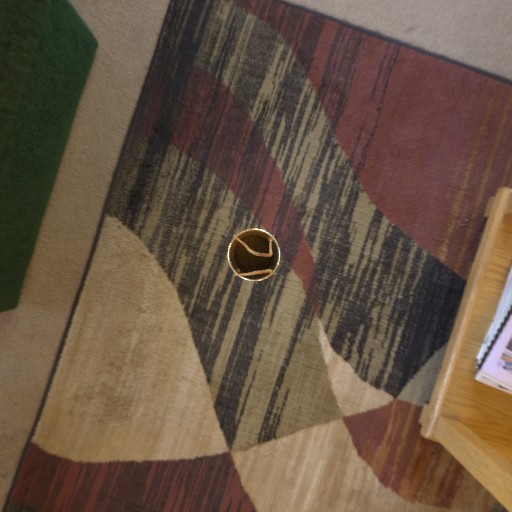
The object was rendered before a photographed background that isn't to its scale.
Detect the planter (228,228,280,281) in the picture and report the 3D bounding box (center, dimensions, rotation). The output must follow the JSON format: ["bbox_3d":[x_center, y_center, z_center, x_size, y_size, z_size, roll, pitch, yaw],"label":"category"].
[{"bbox_3d":[0.000,0.000,1.189,0.187,1.073,0.187,0,91,-1],"label":"planter"}]
